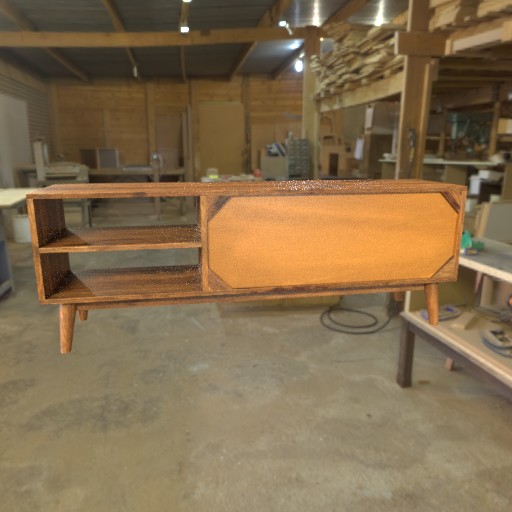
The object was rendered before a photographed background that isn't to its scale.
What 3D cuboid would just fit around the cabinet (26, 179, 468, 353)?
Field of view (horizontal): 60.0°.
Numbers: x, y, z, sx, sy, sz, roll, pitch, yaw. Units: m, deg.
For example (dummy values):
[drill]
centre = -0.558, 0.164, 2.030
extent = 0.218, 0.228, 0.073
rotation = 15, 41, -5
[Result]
[cabinet]
centre = 0.000, 0.000, 1.667
extent = 1.448, 0.528, 0.349
rotation = -2, 14, -10
